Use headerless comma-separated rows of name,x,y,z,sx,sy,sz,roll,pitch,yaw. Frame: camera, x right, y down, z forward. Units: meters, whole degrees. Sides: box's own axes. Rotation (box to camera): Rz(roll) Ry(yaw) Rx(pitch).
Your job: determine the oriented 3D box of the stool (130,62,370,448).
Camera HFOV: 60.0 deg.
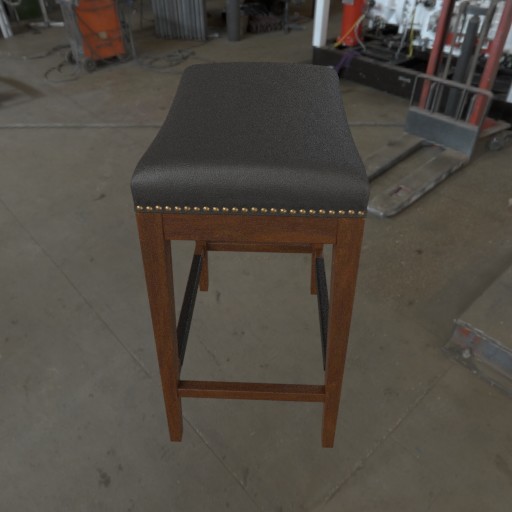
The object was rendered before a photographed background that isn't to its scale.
stool,0.000,0.000,0.934,0.353,0.664,0.490,2,40,2
